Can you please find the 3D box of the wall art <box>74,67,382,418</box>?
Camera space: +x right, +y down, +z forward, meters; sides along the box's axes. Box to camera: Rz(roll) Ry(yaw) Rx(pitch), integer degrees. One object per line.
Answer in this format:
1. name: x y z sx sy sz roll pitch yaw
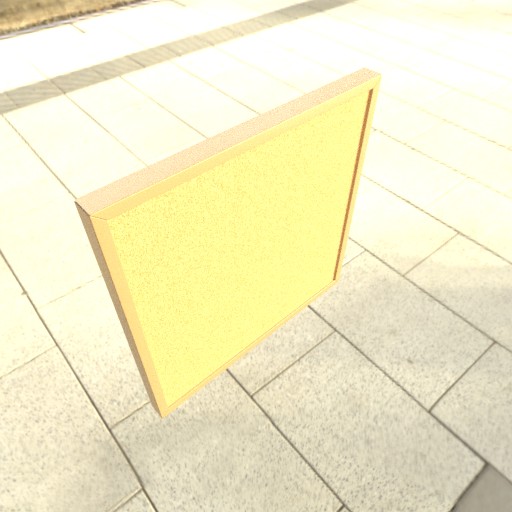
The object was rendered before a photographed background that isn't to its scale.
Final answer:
1. wall art: 0.000 0.000 0.780 0.509 0.509 0.036 -33 55 -27
